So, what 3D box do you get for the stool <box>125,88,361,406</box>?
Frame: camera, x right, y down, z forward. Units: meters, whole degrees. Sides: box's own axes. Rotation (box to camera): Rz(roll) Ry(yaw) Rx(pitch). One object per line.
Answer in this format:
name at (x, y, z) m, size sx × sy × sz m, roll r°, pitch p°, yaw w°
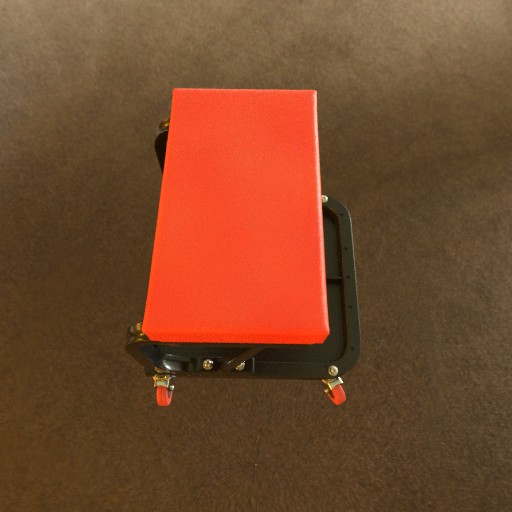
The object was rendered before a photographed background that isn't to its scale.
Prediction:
stool at (0.000, 0.000, 0.741) m, size 0.371 × 0.380 × 0.446 m, roll 1°, pitch 65°, yaw 0°
